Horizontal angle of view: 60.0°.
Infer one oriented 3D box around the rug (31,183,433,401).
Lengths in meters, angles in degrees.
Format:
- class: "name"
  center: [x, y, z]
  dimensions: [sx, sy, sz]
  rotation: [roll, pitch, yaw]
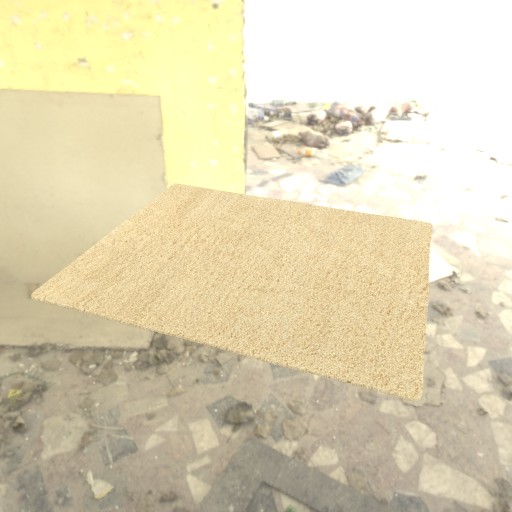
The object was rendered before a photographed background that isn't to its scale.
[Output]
- class: "rug"
  center: [0.000, 0.000, 4.049]
  dimensions: [3.001, 0.025, 2.401]
  rotation: [11, 34, 17]
